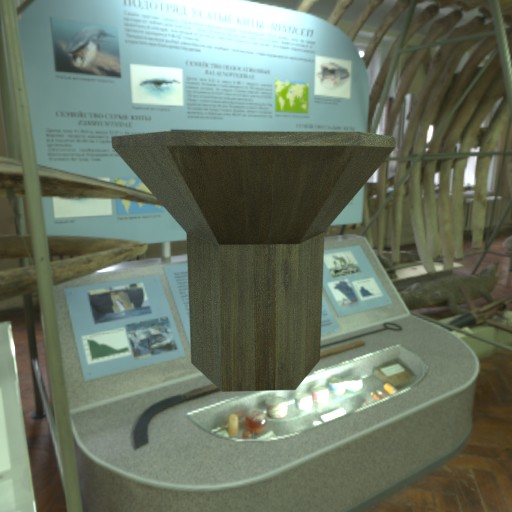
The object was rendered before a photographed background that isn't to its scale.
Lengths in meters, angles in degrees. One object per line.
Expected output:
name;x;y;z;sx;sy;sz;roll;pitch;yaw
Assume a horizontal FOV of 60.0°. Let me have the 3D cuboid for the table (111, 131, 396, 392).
table;0.000;0.000;1.129;0.592;0.586;0.683;7;15;27
